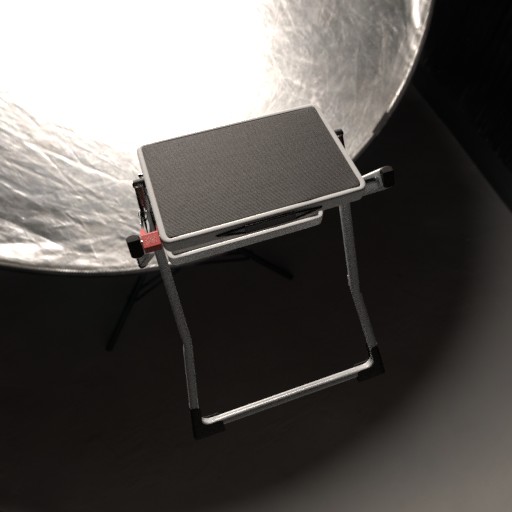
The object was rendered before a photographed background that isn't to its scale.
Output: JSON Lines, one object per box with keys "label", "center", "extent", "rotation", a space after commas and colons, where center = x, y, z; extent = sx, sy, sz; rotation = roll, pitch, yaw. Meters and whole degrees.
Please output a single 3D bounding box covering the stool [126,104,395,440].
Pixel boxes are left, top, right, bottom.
{"label": "stool", "center": [0.000, 0.000, 0.856], "extent": [0.485, 0.445, 0.490], "rotation": [-16, 60, -10]}
